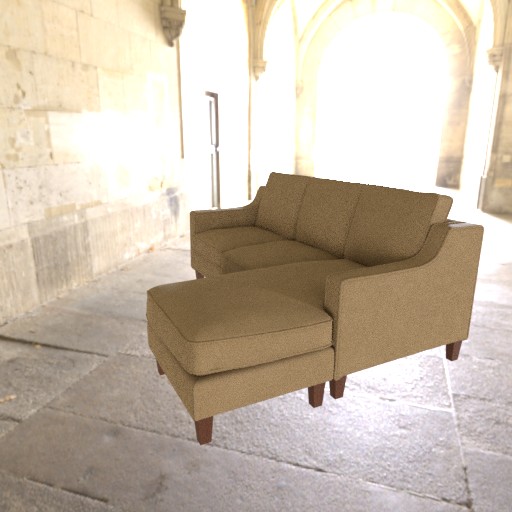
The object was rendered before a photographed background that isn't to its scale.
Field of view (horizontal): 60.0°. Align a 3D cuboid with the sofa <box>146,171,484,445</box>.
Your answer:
[{"bbox_3d":[0.000,0.000,3.237,1.858,1.066,2.317,-8,17,-26],"label":"sofa"}]
